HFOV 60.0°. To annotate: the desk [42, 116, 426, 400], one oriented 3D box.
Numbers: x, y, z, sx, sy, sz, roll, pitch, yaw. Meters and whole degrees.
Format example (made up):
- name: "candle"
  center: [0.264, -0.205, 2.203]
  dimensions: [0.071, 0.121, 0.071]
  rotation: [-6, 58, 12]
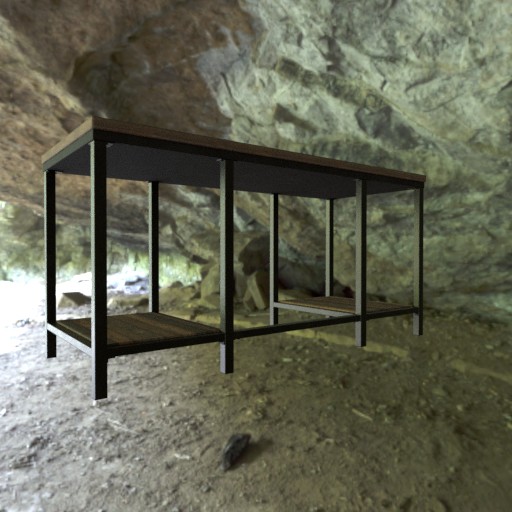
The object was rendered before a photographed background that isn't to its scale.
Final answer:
- name: "desk"
  center: [0.000, 0.000, 1.876]
  dimensions: [1.538, 0.753, 0.617]
  rotation: [-1, 1, -37]
